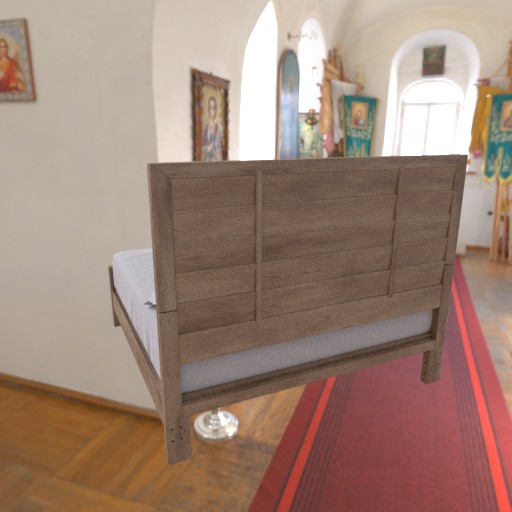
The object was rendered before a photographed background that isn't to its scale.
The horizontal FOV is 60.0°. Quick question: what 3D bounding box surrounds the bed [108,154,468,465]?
[{"bbox_3d":[0.000,0.000,3.526,2.032,1.626,2.062,-7,17,-24],"label":"bed"}]
